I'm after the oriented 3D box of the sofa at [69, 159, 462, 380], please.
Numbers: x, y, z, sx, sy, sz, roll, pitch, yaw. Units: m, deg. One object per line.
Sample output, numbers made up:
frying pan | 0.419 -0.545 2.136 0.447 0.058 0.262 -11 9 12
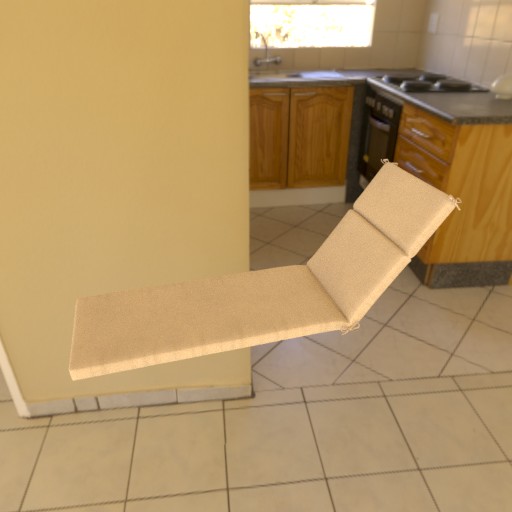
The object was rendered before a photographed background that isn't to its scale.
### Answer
sofa | 0.000 0.000 2.005 1.663 0.622 0.582 -8 31 -14
